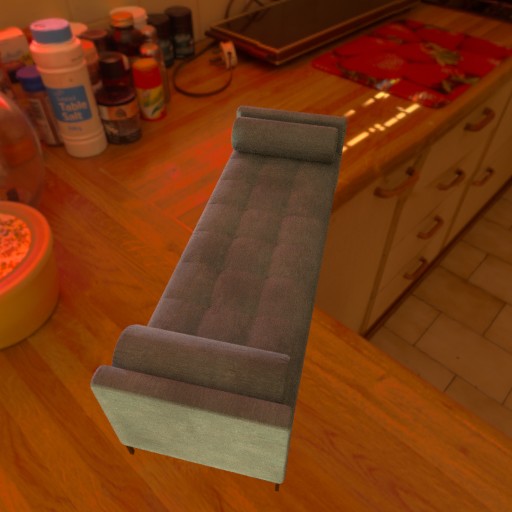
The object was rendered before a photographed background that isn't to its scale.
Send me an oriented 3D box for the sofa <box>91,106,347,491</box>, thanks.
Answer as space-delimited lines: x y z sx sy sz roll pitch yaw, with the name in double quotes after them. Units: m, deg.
0.000 0.000 2.297 0.686 0.635 1.981 10 47 9 "sofa"
